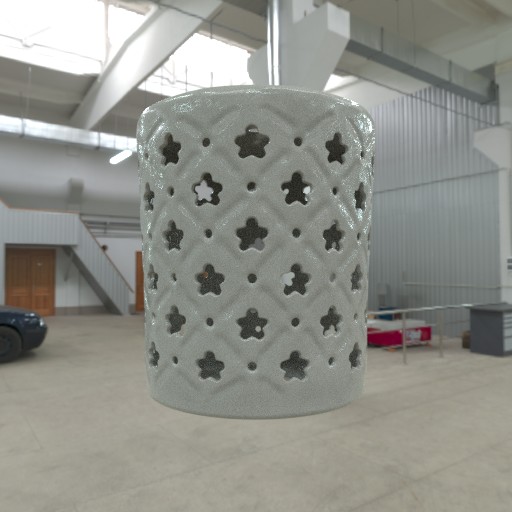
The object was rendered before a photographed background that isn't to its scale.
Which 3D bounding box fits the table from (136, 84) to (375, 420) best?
[{"bbox_3d":[0.000,0.000,0.666,0.352,0.387,0.352,0,-2,0],"label":"table"}]
